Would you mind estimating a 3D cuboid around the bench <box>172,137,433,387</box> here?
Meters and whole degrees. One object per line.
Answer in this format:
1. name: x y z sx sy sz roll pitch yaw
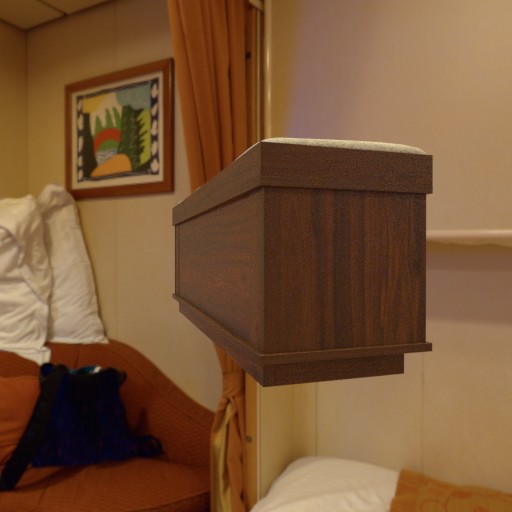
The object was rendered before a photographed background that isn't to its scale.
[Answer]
1. bench: 0.000 0.000 1.375 0.367 0.468 1.196 0 0 -18
